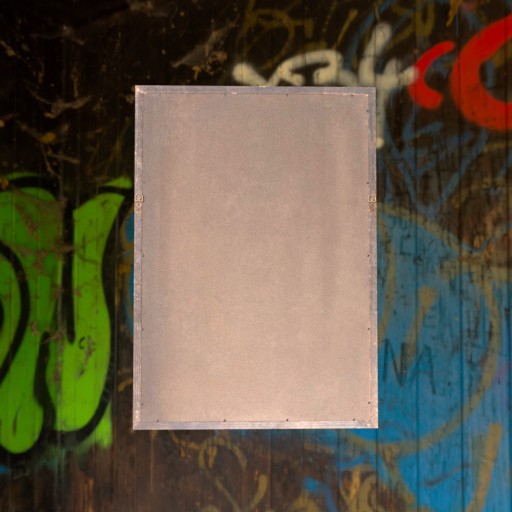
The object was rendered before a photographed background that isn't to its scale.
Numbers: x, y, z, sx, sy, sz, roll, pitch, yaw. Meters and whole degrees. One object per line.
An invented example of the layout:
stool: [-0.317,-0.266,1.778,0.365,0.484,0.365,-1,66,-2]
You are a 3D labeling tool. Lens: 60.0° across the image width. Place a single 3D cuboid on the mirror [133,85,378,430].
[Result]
mirror: [0.000,0.000,1.296,0.705,0.996,0.025,0,-1,-1]
